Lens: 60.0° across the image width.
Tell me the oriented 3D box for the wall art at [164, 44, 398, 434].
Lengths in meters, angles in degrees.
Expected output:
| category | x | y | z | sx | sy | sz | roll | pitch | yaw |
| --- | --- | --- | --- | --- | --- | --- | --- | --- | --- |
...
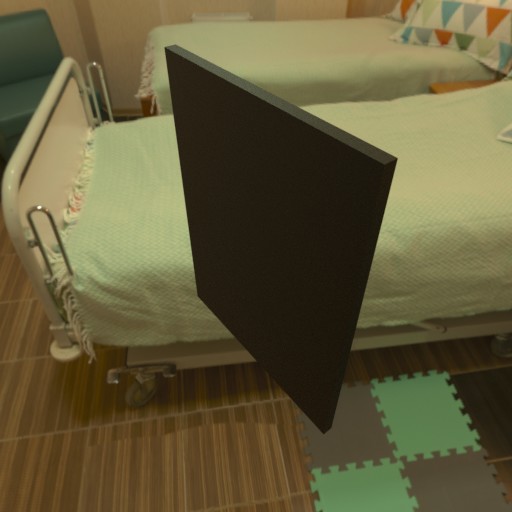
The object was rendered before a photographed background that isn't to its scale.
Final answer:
| category | x | y | z | sx | sy | sz | roll | pitch | yaw |
| --- | --- | --- | --- | --- | --- | --- | --- | --- | --- |
| wall art | 0.000 | 0.000 | 1.404 | 0.038 | 1.062 | 0.806 | -28 | 50 | -27 |
